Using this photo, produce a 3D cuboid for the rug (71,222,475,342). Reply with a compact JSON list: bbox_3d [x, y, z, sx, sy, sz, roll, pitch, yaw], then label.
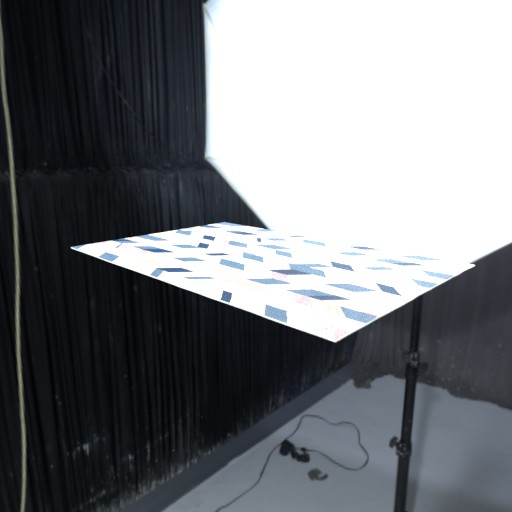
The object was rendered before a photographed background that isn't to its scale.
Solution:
[{"bbox_3d":[0.000,0.000,2.345,1.813,0.006,1.202,13,19,42],"label":"rug"}]
